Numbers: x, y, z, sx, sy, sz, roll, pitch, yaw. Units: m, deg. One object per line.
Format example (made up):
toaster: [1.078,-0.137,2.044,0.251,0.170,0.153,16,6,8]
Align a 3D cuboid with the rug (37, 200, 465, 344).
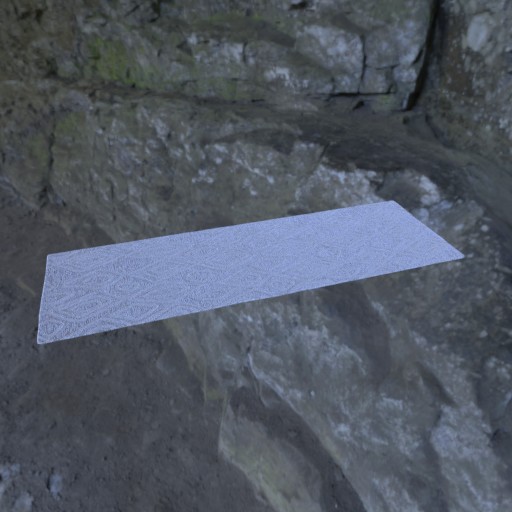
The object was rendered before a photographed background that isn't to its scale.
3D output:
rug: [0.000,0.000,2.710,2.436,0.013,0.807,-10,35,-15]
